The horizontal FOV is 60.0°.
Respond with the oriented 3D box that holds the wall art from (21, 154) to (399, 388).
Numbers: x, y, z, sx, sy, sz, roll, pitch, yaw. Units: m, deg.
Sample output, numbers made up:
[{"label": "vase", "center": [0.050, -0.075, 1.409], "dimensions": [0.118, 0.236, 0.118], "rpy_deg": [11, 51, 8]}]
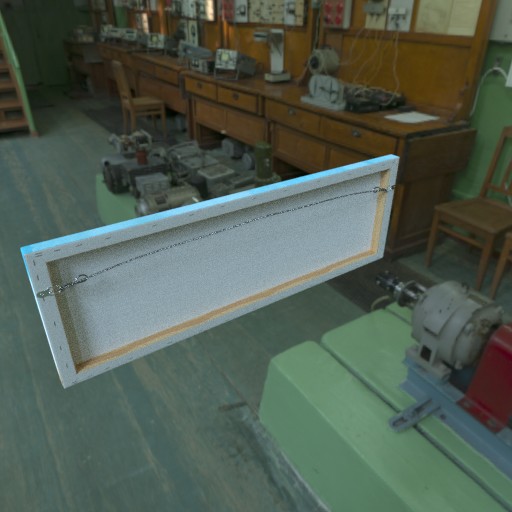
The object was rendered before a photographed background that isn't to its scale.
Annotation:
[{"label": "wall art", "center": [0.000, 0.000, 0.845], "dimensions": [0.759, 0.254, 0.044], "rpy_deg": [-19, 35, -29]}]
